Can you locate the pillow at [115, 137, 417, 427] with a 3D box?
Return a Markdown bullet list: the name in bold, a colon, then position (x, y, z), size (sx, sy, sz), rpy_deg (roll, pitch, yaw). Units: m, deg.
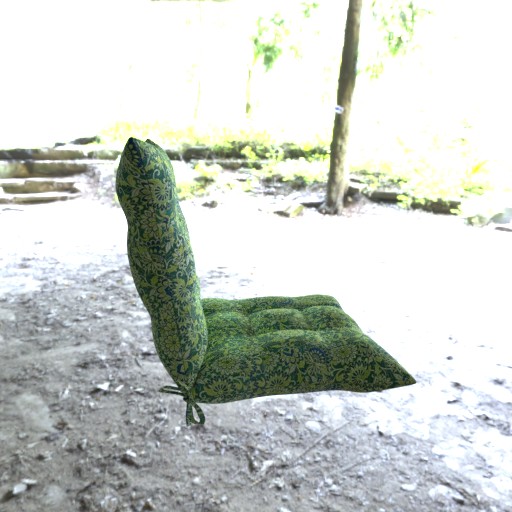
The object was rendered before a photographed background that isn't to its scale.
- **pillow**: position (0.000, 0.000, 1.035), size (0.585, 0.536, 0.541), rpy_deg (-2, 14, -9)
